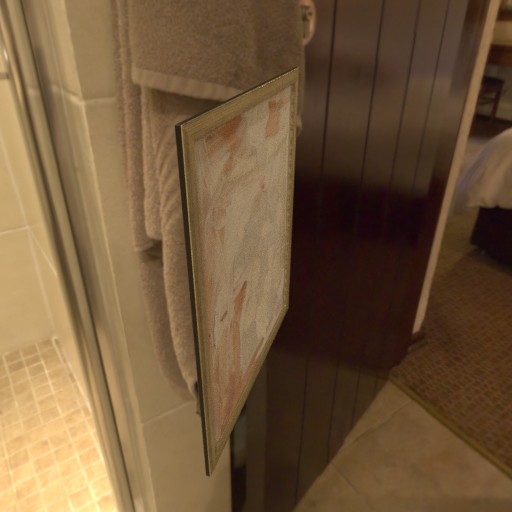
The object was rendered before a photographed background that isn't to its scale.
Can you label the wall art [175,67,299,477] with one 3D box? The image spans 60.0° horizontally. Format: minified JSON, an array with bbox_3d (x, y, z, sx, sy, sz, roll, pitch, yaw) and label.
[{"bbox_3d":[0.000,0.000,0.775,0.009,0.559,0.483,9,31,16],"label":"wall art"}]
